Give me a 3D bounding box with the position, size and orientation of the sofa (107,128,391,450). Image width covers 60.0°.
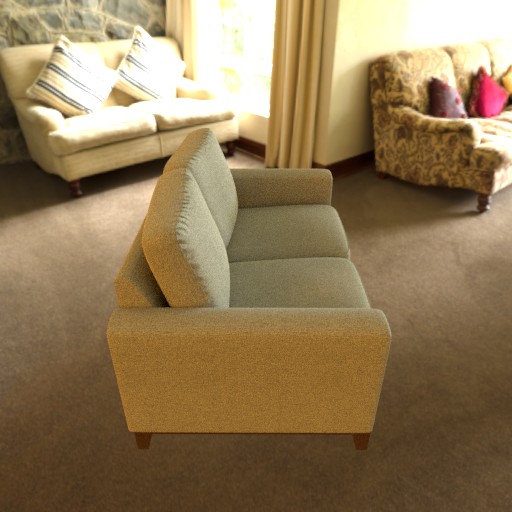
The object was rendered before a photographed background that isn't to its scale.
[{"bbox_3d":[0.000,0.000,2.035,0.917,0.873,1.420,0,32,0],"label":"sofa"}]
